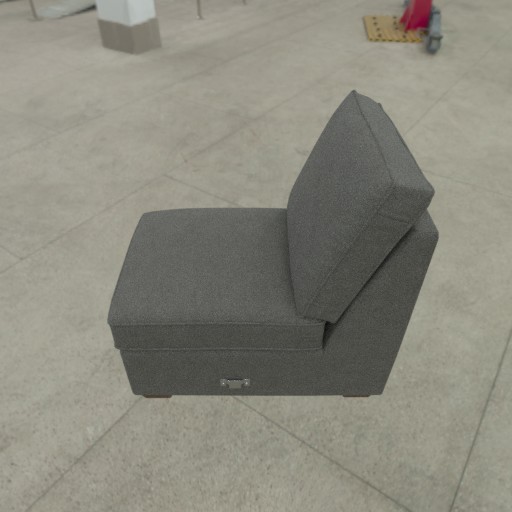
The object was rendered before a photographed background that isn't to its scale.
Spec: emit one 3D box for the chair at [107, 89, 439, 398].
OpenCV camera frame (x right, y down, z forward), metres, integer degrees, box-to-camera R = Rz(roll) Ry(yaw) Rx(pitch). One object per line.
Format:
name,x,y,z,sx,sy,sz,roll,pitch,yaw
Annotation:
chair,0.000,0.000,1.560,0.938,0.970,0.621,0,41,0
